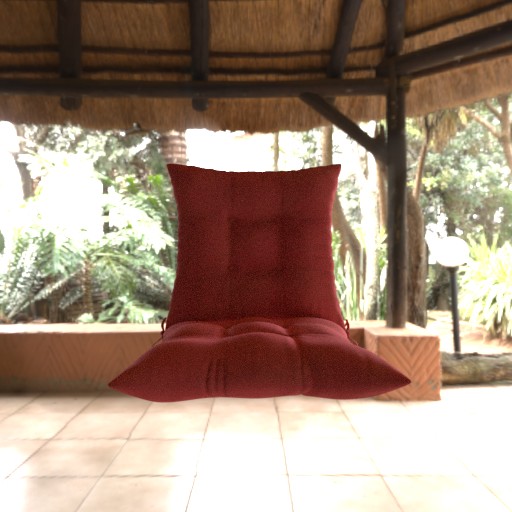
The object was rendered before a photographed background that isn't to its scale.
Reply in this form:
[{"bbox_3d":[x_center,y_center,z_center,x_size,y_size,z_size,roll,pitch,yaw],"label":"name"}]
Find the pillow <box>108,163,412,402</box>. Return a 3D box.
[{"bbox_3d":[0.000,0.000,1.021,0.541,0.536,0.585,0,-1,-1],"label":"pillow"}]
